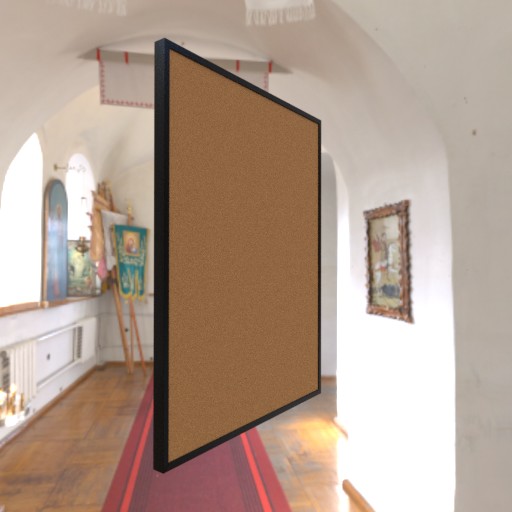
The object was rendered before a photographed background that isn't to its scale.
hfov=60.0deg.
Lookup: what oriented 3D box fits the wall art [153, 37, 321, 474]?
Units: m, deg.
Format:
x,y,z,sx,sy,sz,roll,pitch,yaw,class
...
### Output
x,y,z,sx,sy,sz,roll,pitch,yaw,class
0.000,0.000,1.413,0.040,1.062,0.805,0,0,36,wall art
